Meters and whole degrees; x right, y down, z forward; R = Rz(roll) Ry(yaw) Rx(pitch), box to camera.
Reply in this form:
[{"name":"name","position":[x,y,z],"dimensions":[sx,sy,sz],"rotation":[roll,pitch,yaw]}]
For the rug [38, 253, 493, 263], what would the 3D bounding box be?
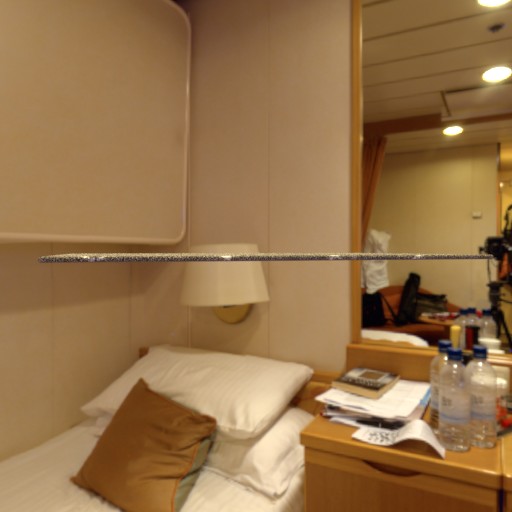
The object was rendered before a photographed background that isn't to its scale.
[{"name":"rug","position":[0.000,0.000,3.344],"dimensions":[2.743,0.030,1.778],"rotation":[0,1,-18]}]
